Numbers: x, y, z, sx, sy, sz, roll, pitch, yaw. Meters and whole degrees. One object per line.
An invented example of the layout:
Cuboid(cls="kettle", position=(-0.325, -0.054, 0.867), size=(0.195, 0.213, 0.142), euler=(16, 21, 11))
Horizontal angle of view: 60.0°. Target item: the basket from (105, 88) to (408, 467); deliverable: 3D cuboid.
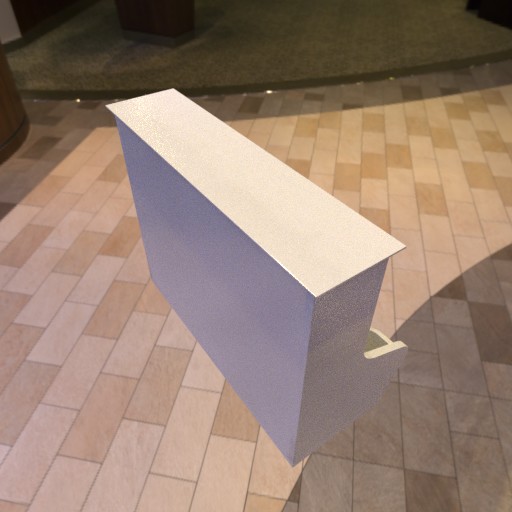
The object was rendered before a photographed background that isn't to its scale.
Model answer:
Cuboid(cls="basket", position=(0.000, 0.000, 1.122), size=(0.350, 0.600, 0.780), euler=(-25, 48, -26))
